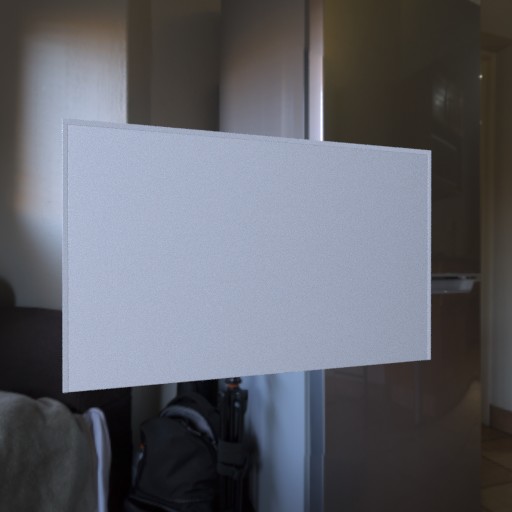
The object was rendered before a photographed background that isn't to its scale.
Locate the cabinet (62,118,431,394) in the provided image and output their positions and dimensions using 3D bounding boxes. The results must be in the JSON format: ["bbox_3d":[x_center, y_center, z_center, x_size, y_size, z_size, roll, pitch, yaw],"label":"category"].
[{"bbox_3d":[0.000,0.000,1.848,1.450,0.900,0.380,0,0,-18],"label":"cabinet"}]
